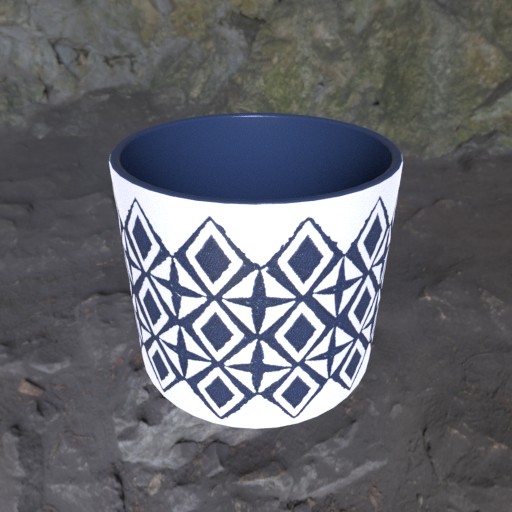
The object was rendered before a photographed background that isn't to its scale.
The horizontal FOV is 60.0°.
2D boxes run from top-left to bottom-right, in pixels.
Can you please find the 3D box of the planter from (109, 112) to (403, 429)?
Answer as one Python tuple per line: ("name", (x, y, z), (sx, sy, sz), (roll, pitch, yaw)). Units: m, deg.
("planter", (0.000, 0.000, 0.324), (0.182, 0.165, 0.182), (0, 31, 0))
